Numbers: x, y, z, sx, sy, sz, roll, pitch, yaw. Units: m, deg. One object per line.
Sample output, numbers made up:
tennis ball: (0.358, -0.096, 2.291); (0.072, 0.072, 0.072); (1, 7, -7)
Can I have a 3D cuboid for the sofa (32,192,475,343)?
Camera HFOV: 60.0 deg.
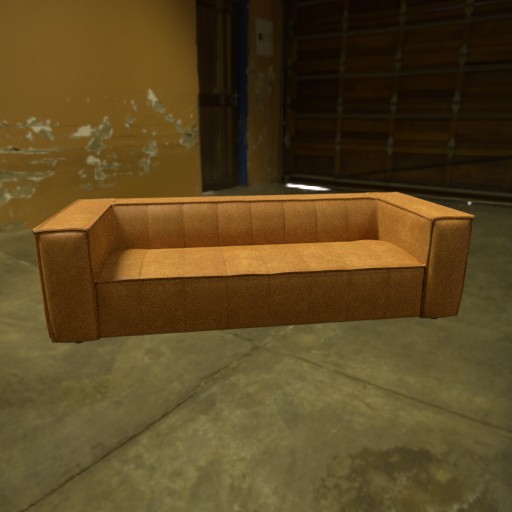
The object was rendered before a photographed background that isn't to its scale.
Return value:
sofa: (0.000, 0.000, 3.081); (2.581, 0.701, 1.102); (-2, 16, -8)
